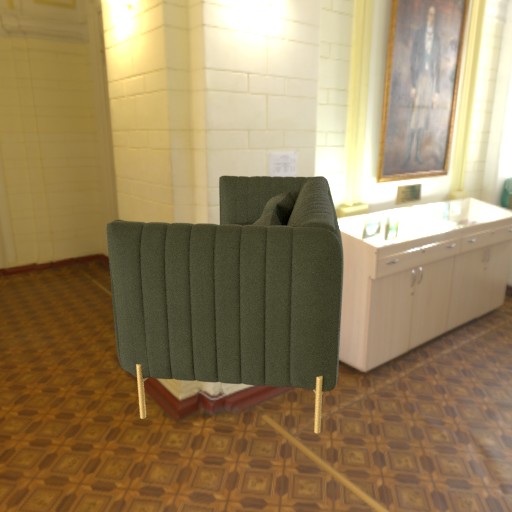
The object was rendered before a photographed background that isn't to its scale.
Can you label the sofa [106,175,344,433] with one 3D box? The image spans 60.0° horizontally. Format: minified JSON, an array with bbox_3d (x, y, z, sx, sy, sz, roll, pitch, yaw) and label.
[{"bbox_3d":[0.000,0.000,2.624,0.896,0.793,2.137,2,15,7],"label":"sofa"}]
